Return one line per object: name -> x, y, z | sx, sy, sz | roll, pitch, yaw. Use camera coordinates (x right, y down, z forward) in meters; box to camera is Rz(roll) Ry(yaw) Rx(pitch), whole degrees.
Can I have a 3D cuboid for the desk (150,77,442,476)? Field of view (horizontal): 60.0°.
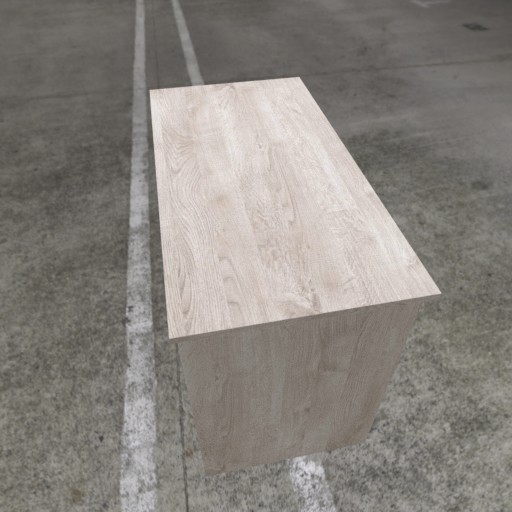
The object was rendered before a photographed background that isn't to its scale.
desk -> 0.000, 0.000, 1.517 | 0.560, 0.735, 1.097 | -8, 45, -8
